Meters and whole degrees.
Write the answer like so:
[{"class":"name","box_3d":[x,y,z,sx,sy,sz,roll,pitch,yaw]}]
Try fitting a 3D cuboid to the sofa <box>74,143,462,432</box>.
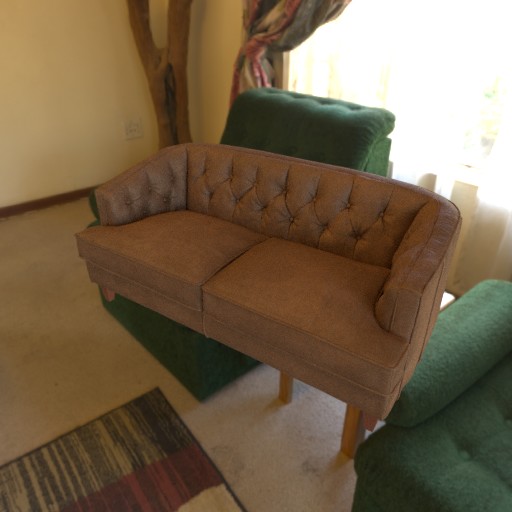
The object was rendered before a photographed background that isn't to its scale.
[{"class":"sofa","box_3d":[0.000,0.000,2.257,1.767,0.799,0.917,19,35,29]}]
